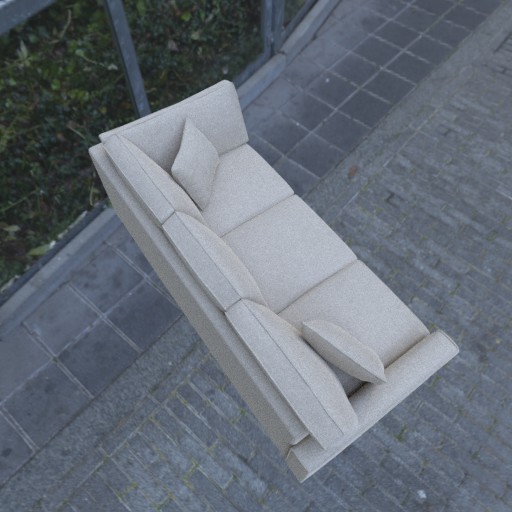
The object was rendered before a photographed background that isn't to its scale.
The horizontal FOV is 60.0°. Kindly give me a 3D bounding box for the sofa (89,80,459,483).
[{"bbox_3d":[0.000,0.000,2.764,1.061,0.962,2.317,-32,64,-18],"label":"sofa"}]
